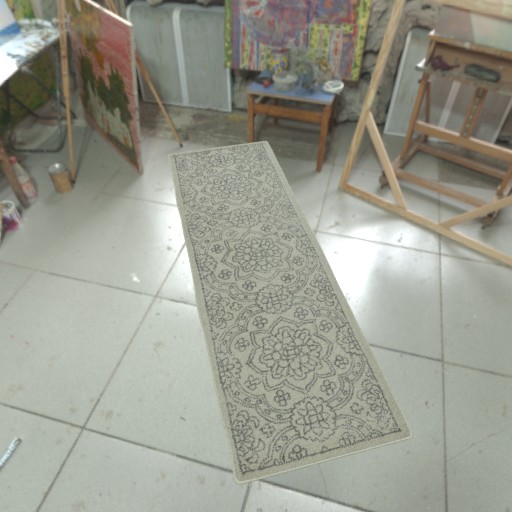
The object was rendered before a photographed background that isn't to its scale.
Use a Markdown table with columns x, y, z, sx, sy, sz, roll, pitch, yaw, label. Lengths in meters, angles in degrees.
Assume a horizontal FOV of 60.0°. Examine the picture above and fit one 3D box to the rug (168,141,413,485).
| x | y | z | sx | sy | sz | roll | pitch | yaw | label |
| --- | --- | --- | --- | --- | --- | --- | --- | --- | --- |
| 0.000 | 0.000 | 2.652 | 0.806 | 0.006 | 2.431 | -10 | 47 | -10 | rug |
